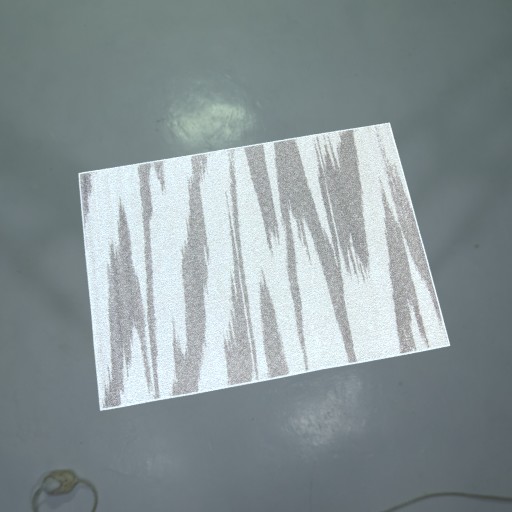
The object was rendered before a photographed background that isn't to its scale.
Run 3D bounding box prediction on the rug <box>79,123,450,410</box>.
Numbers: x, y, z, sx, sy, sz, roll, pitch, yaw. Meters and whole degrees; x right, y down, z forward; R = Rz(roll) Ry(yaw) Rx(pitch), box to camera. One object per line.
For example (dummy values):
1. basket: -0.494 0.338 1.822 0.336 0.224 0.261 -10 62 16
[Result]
1. rug: 0.000 0.000 2.830 2.142 0.010 1.533 -10 77 -2
